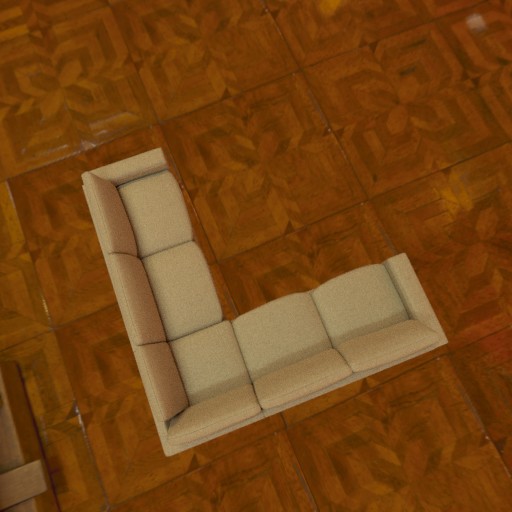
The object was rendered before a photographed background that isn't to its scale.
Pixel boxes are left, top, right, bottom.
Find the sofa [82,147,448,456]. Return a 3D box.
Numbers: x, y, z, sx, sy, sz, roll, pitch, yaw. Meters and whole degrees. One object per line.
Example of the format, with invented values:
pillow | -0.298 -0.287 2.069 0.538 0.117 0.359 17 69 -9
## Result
sofa | 0.000 0.000 4.208 2.622 0.800 2.742 -20 76 -5
